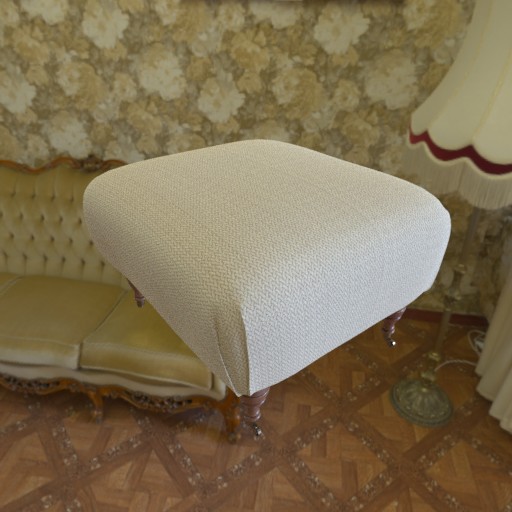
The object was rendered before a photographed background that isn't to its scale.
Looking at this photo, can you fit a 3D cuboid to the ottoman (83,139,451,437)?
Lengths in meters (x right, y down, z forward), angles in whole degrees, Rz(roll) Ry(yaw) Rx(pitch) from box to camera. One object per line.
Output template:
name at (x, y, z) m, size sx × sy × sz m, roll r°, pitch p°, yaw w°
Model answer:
ottoman at (0.000, 0.000, 1.089) m, size 0.622 × 0.447 × 0.684 m, roll -21°, pitch 36°, yaw -32°
